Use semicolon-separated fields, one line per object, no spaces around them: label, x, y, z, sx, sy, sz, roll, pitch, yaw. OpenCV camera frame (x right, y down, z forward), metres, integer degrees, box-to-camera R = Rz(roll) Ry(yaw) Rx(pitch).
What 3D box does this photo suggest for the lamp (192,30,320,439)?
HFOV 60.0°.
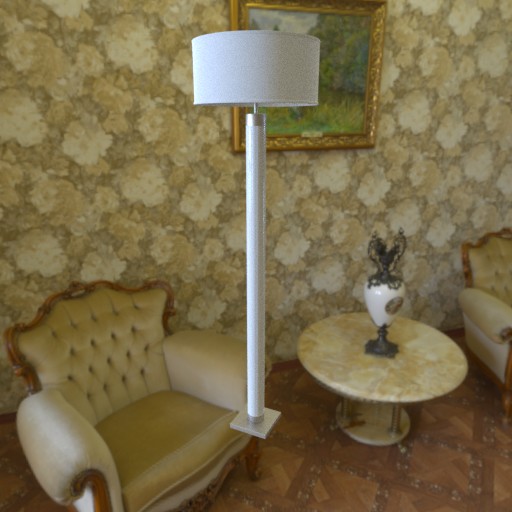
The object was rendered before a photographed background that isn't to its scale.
lamp;0.000;0.000;1.662;0.420;1.475;0.420;8;19;25
